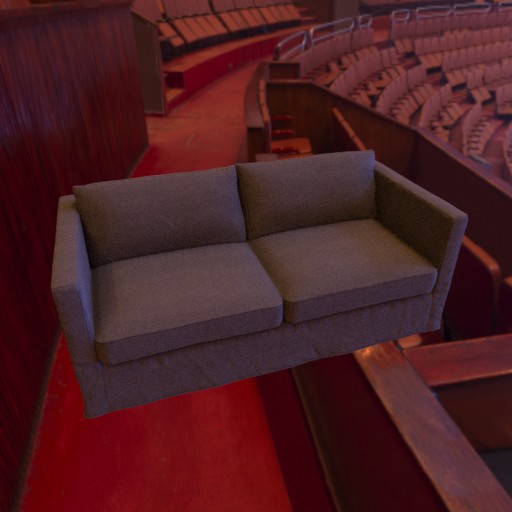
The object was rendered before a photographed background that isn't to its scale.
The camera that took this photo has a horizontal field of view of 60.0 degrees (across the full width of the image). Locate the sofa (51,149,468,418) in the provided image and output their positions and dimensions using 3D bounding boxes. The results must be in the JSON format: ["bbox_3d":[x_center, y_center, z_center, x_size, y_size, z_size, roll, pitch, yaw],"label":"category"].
[{"bbox_3d":[0.000,0.000,2.443,1.982,0.855,0.953,-10,33,-16],"label":"sofa"}]
